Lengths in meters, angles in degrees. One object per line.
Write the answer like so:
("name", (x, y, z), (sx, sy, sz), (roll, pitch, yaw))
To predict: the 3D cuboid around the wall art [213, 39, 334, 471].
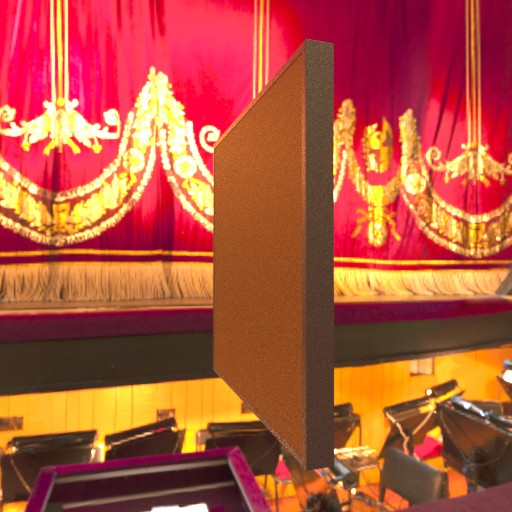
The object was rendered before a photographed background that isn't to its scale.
("wall art", (0.000, 0.000, 0.527), (0.028, 0.349, 0.349), (0, -1, -18))
